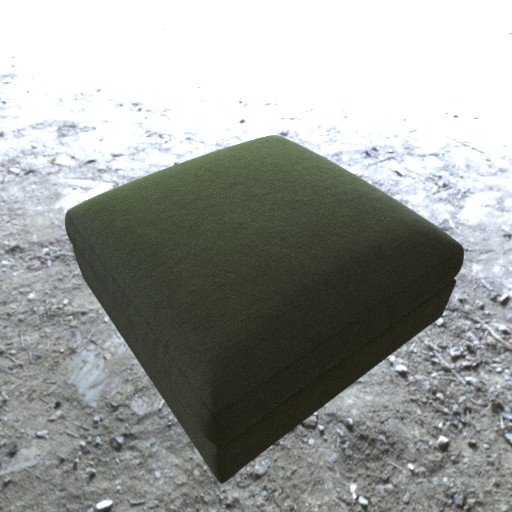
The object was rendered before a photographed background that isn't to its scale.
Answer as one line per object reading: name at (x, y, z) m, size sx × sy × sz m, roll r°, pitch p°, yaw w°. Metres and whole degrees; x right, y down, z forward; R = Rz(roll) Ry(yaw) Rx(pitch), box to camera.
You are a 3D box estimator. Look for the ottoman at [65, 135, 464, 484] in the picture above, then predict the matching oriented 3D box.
ottoman at (0.000, 0.000, 1.614) m, size 1.041 × 0.470 × 1.041 m, roll -27°, pitch 48°, yaw -27°
